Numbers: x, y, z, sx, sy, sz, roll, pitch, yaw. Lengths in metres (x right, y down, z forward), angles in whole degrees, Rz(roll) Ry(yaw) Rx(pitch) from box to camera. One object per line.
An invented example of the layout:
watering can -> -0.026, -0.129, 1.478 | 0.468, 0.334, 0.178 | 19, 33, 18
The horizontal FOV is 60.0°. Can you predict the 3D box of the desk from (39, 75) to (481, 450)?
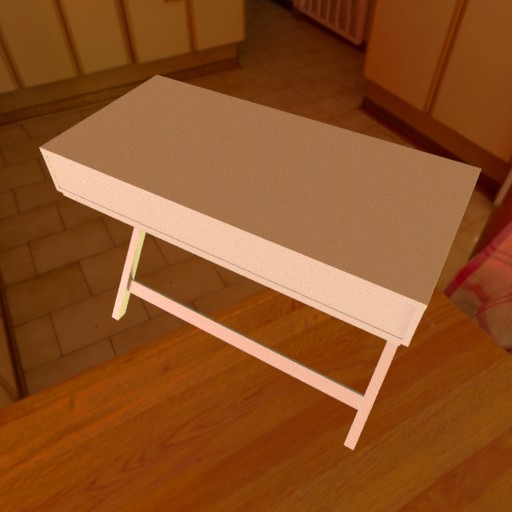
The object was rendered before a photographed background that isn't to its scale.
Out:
desk -> 0.000, 0.000, 1.461 | 1.057, 0.780, 0.525 | 23, 51, 20
